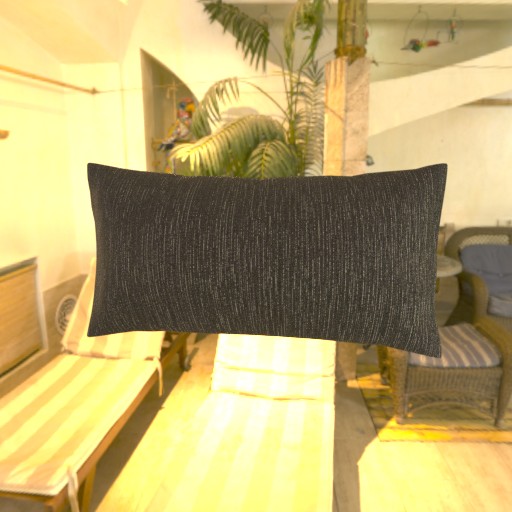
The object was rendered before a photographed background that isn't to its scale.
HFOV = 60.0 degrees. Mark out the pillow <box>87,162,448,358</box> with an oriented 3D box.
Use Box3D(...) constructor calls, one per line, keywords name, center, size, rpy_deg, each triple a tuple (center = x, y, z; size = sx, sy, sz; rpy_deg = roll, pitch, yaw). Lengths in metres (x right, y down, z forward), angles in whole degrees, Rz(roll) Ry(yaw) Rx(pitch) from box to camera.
Box3D(name="pillow", center=(0.000, 0.000, 0.743), size=(0.608, 0.305, 0.156), rpy_deg=(2, 13, 8))
